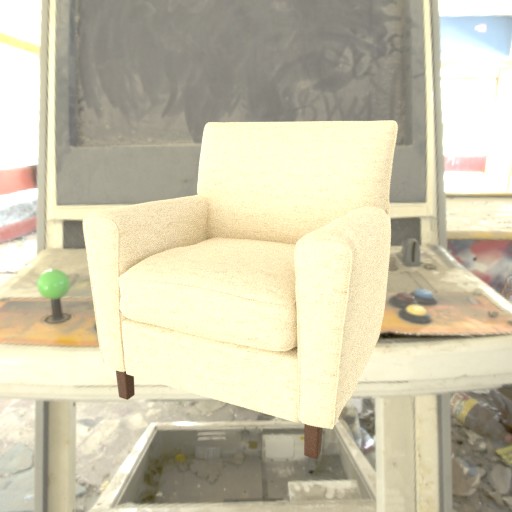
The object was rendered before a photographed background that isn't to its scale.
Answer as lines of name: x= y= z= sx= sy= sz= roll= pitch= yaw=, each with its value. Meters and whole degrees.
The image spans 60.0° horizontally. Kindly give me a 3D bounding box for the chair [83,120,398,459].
chair: x=0.000 y=0.000 z=1.594 sx=0.870 sy=0.943 sz=0.823 roll=7 pitch=17 yaw=24
